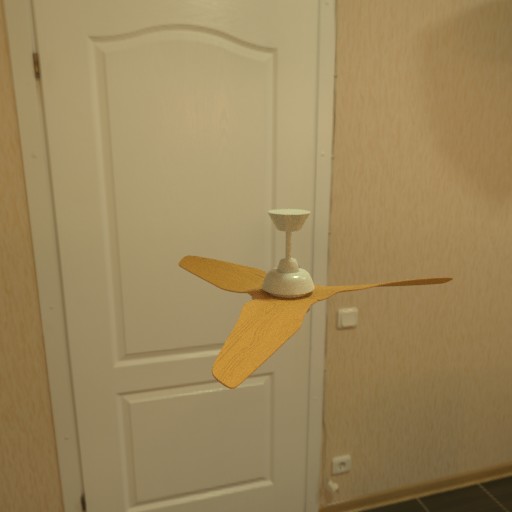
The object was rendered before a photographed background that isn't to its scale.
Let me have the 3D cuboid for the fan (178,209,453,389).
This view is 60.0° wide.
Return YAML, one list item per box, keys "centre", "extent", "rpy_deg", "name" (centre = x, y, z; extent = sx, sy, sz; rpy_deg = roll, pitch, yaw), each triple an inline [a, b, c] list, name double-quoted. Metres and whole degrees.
- centre: [0.000, 0.000, 1.632]
  extent: [1.142, 0.355, 1.010]
  rpy_deg: [-13, 18, -43]
  name: "fan"
